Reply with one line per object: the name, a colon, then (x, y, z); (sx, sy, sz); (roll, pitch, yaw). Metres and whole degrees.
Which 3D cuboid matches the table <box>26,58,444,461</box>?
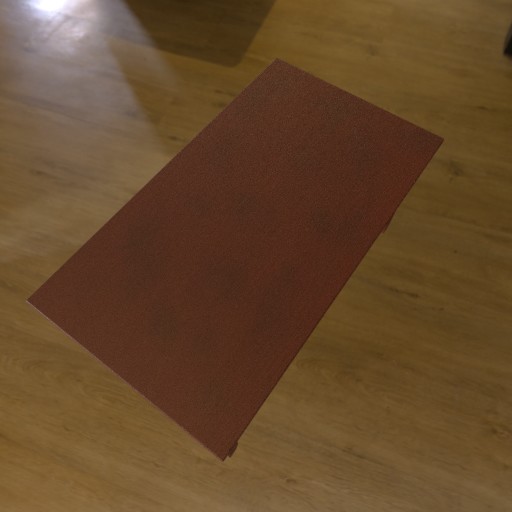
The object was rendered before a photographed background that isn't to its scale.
table: (0.000, 0.000, 1.250); (0.533, 0.456, 0.943); (33, 67, 16)
